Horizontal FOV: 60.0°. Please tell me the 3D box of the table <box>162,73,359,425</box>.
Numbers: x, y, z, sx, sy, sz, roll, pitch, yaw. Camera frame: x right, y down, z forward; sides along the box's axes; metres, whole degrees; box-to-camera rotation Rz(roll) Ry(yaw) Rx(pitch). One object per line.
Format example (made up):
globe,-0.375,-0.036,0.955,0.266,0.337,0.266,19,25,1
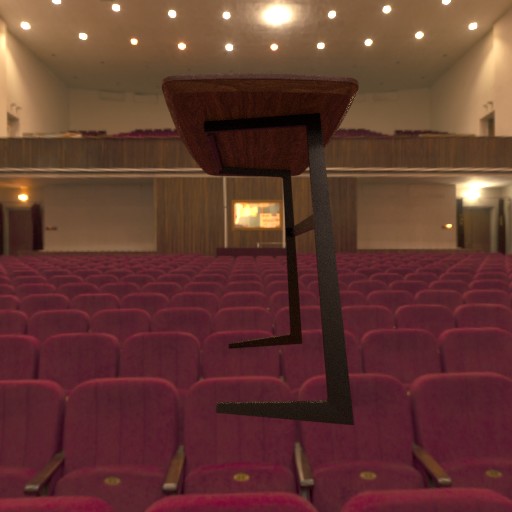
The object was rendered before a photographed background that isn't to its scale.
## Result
table,0.000,0.000,1.101,0.361,0.576,0.804,0,0,-1
